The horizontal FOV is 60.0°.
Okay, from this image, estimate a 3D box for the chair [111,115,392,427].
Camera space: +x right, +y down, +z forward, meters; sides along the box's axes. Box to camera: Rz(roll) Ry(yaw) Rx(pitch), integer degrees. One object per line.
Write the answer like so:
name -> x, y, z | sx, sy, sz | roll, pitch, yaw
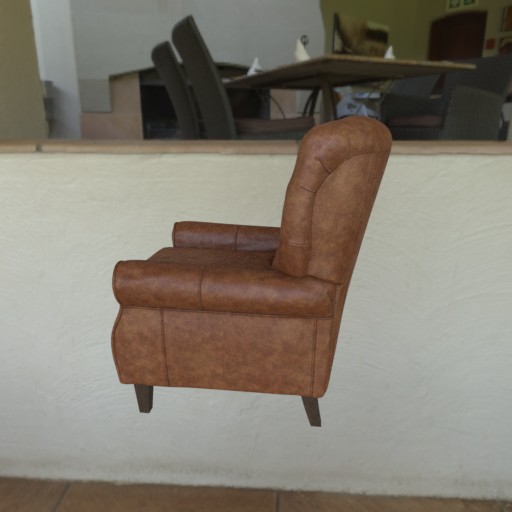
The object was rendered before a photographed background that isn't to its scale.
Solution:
chair -> 0.000, 0.000, 1.929 | 1.059, 1.164, 0.951 | 2, 16, 7
